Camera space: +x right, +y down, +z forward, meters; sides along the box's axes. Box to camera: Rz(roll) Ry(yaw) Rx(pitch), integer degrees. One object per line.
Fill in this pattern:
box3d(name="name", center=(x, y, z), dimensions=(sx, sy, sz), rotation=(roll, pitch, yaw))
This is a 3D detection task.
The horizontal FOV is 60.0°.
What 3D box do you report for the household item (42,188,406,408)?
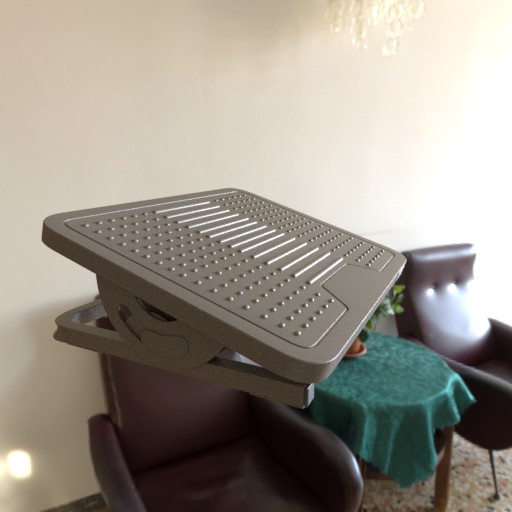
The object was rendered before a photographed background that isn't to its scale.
box3d(name="household item", center=(0.000, 0.000, 0.530), dimensions=(0.301, 0.126, 0.390), rotation=(7, 15, 26))
